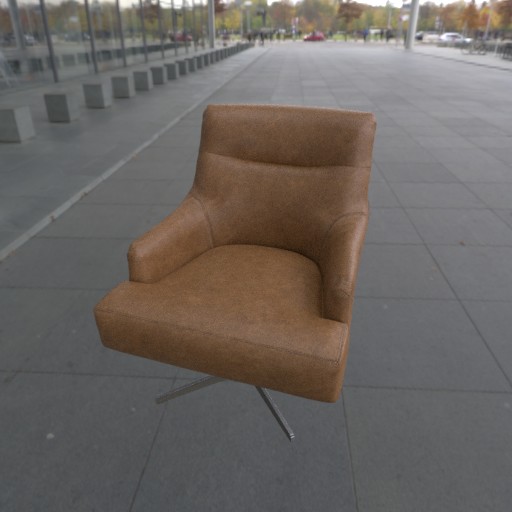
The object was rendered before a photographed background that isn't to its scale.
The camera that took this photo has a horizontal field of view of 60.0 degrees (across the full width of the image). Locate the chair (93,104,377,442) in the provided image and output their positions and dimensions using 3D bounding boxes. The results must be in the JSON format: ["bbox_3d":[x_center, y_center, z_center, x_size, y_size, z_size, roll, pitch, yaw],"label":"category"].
[{"bbox_3d":[0.000,0.000,1.503,0.729,0.869,0.874,9,28,17],"label":"chair"}]
